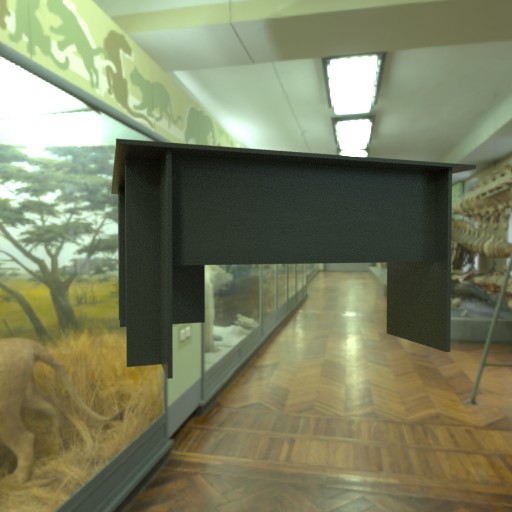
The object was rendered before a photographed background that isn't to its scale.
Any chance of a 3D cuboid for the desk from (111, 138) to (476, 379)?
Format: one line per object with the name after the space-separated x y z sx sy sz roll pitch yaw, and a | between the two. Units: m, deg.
0.000 0.000 2.125 1.303 0.716 1.361 0 1 -19 | desk
